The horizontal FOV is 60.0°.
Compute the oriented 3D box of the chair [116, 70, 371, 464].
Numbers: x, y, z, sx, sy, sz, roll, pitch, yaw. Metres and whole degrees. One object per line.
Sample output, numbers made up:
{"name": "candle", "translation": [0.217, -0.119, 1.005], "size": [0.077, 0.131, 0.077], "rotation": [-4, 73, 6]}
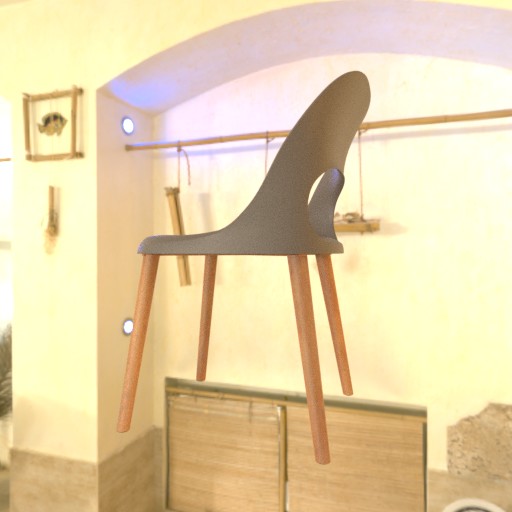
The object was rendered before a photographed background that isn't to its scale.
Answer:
{"name": "chair", "translation": [0.000, 0.000, 1.121], "size": [0.556, 0.795, 0.470], "rotation": [0, 1, 18]}
